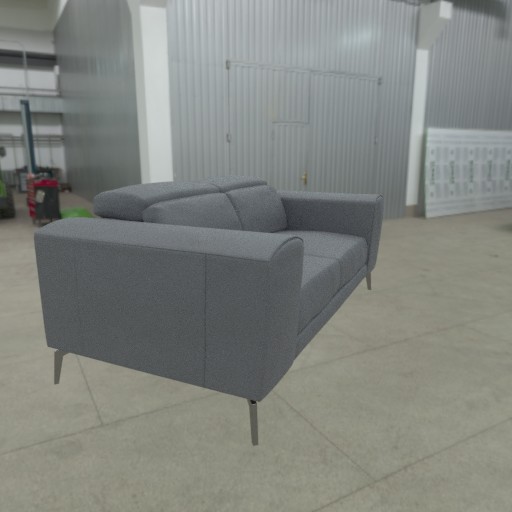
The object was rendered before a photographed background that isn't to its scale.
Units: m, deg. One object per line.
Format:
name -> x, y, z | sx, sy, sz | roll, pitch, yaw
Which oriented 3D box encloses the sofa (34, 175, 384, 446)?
sofa -> 0.000, 0.000, 2.334 | 1.003, 0.779, 1.895 | 6, 15, 25
